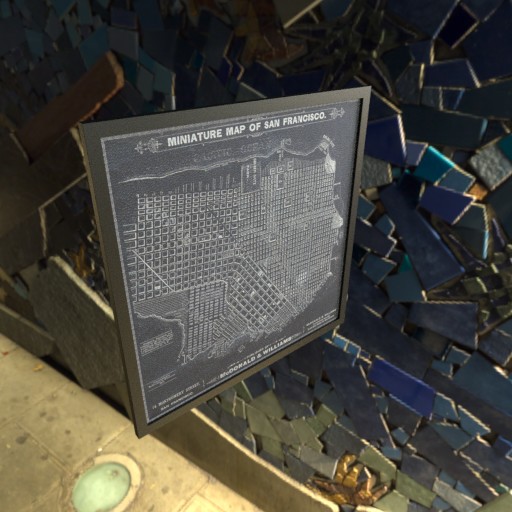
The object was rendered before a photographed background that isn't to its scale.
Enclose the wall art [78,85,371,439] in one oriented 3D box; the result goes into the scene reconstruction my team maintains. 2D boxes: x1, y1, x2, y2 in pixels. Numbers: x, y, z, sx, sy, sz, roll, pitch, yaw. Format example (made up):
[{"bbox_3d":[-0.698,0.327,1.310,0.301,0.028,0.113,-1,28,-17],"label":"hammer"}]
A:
[{"bbox_3d":[0.000,0.000,1.202,0.807,0.807,0.022,-21,34,-34],"label":"wall art"}]
